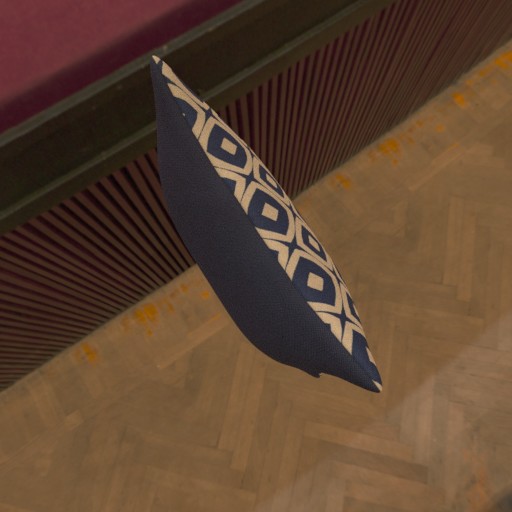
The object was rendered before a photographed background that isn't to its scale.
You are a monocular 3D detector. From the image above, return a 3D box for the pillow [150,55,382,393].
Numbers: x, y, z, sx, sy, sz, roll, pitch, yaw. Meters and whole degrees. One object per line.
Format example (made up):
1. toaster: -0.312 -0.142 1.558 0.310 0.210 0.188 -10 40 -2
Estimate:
1. pillow: 0.000 0.000 0.771 0.188 0.494 0.504 -32 79 -7
